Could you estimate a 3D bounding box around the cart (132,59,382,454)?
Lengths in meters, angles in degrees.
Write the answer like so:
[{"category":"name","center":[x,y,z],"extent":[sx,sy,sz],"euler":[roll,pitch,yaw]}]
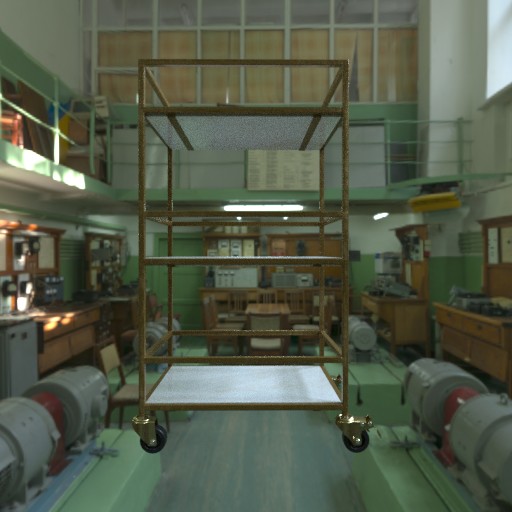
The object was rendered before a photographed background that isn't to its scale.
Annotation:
[{"category":"cart","center":[0.000,0.000,1.008],"extent":[0.483,0.761,0.332],"euler":[0,0,0]}]
